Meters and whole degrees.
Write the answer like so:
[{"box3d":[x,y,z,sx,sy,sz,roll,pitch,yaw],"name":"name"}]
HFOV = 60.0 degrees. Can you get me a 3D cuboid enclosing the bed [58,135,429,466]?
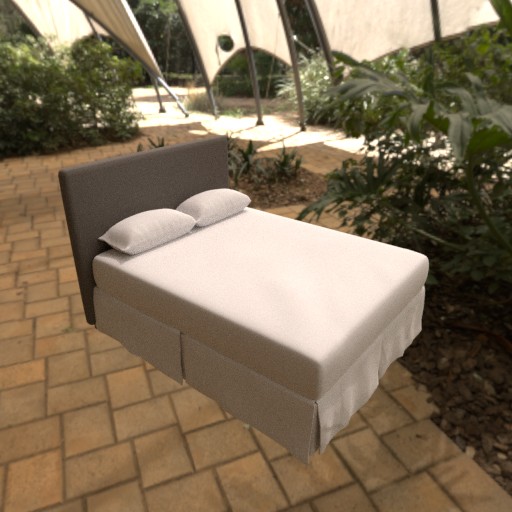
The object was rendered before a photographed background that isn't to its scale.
[{"box3d":[0.000,0.000,3.286,2.142,1.330,1.723,19,31,34],"name":"bed"}]
